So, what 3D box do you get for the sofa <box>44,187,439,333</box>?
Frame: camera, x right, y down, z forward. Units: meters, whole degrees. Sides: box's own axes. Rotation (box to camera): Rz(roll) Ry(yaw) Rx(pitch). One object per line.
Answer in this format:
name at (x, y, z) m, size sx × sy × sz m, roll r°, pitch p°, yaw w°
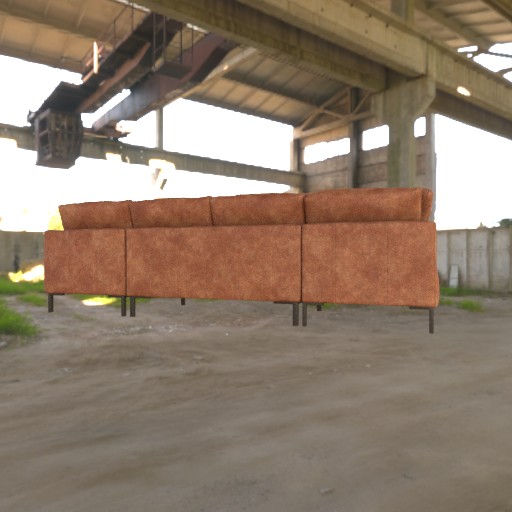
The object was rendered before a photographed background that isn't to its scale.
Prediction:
sofa at (0.000, 0.000, 3.973) m, size 2.956 × 0.900 × 1.939 m, roll 0°, pitch 0°, yaw 19°
